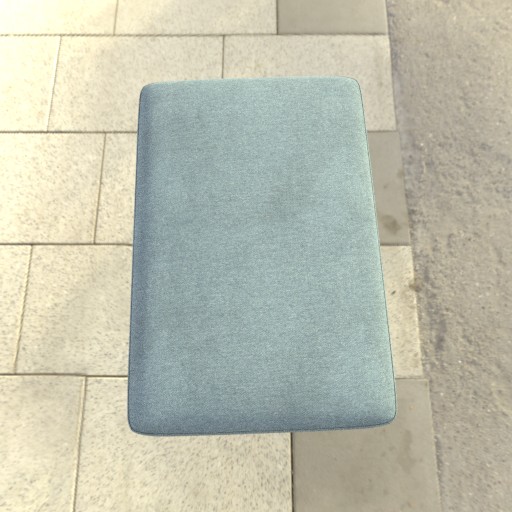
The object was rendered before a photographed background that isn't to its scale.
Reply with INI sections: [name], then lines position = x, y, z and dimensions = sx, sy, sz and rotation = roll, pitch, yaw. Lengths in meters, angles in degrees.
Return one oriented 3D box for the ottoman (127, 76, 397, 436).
[ottoman]
position = 0.000, 0.000, 1.191
dimensions = 0.584, 0.483, 0.864
rotation = -2, 75, -1
